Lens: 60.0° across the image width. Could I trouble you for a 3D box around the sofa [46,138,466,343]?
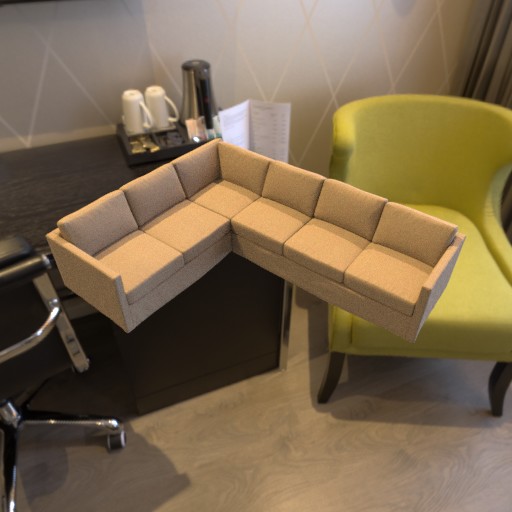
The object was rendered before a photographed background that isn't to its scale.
[{"bbox_3d":[0.000,0.000,4.336,3.182,0.871,2.432,26,47,28],"label":"sofa"}]
